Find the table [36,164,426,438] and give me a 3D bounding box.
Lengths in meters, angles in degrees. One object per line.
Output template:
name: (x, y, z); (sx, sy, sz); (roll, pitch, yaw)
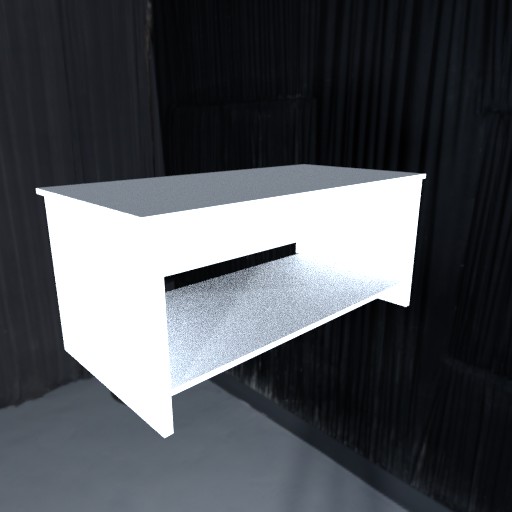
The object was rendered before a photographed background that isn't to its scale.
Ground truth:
table: (0.000, 0.000, 1.296); (1.000, 0.441, 0.500); (-15, 22, -42)
